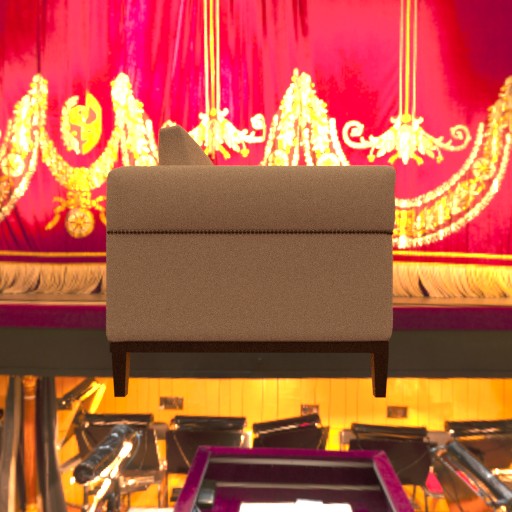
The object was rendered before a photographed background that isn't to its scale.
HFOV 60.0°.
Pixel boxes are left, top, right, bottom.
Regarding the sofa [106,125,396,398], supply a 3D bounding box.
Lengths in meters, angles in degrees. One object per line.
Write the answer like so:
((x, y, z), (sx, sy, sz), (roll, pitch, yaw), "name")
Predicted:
((0.000, 0.000, 2.116), (0.905, 0.873, 1.598), (0, 0, 0), "sofa")
